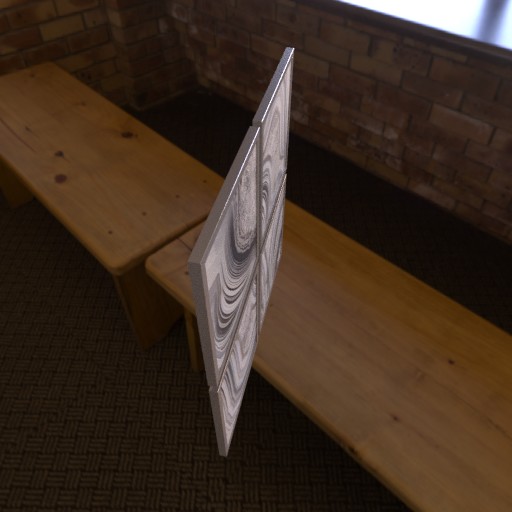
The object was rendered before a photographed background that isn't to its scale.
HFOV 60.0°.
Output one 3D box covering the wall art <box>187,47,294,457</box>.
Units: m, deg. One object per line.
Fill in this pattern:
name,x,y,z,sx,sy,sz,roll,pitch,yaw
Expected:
wall art,0.000,0.000,1.694,0.029,1.118,1.118,10,48,9
